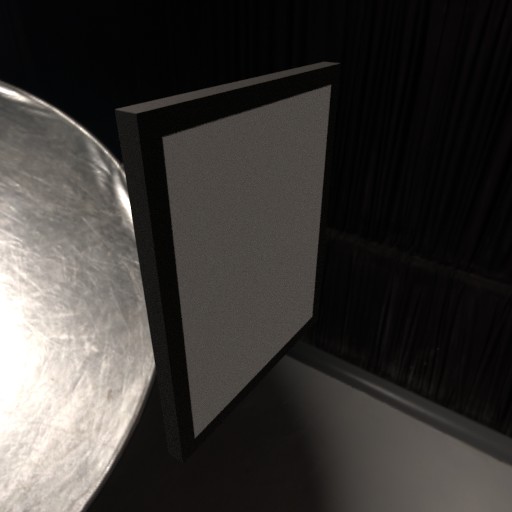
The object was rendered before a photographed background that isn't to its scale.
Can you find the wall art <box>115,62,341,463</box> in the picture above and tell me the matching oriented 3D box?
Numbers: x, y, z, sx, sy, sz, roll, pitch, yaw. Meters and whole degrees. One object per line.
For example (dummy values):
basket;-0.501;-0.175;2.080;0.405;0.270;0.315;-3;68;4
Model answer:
wall art;0.000;0.000;0.542;0.024;0.404;0.329;20;36;30
